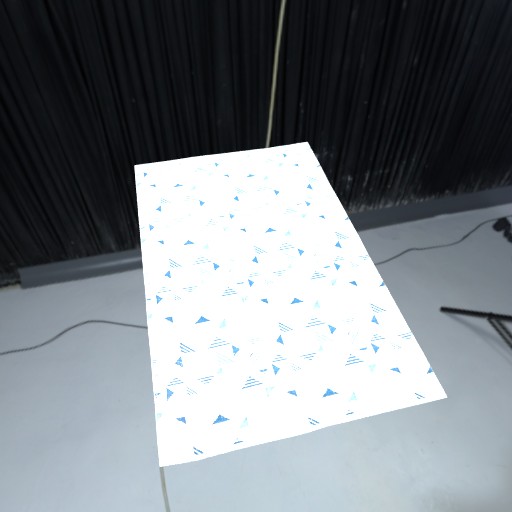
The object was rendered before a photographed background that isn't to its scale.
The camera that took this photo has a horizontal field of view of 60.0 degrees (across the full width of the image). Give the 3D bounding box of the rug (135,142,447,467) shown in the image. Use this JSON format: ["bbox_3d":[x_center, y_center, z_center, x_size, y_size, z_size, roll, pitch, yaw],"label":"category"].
[{"bbox_3d":[0.000,0.000,3.025,1.512,0.009,2.457,-10,49,-9],"label":"rug"}]
